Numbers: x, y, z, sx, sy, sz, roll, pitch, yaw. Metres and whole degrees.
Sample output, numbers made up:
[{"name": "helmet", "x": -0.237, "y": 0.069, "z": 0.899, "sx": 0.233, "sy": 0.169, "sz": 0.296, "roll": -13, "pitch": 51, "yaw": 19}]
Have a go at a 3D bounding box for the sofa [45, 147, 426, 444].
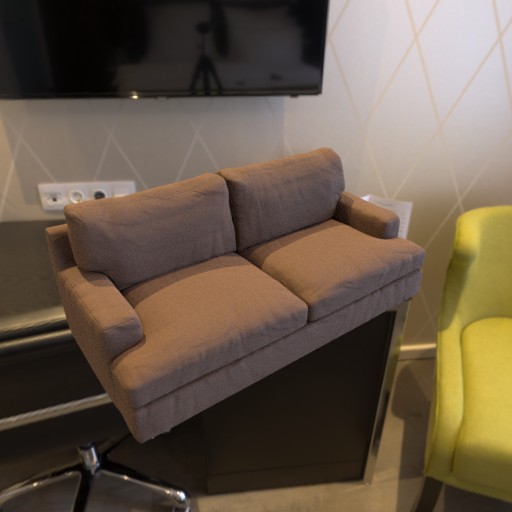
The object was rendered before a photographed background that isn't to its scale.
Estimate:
[{"name": "sofa", "x": 0.000, "y": 0.000, "z": 2.904, "sx": 2.274, "sy": 0.950, "sz": 1.140, "roll": -20, "pitch": 35, "yaw": -31}]
